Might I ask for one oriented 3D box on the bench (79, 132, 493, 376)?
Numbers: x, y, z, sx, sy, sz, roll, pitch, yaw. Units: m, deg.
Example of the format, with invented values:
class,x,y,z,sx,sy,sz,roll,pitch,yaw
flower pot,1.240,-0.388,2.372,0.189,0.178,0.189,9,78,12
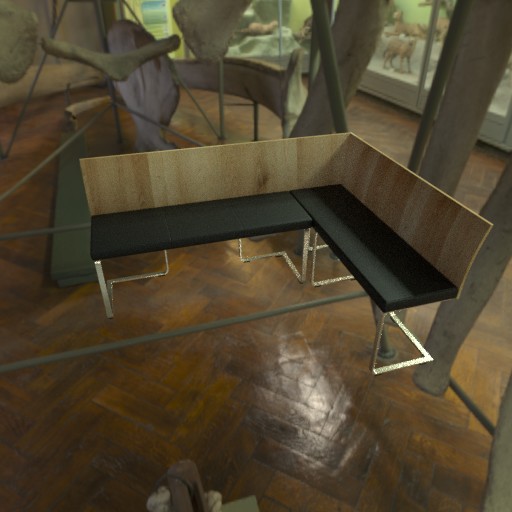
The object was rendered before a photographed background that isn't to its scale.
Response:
class,x,y,z,sx,sy,sz,roll,pitch,yaw
bench,0.000,0.000,2.756,1.945,0.930,1.495,-9,34,-14
